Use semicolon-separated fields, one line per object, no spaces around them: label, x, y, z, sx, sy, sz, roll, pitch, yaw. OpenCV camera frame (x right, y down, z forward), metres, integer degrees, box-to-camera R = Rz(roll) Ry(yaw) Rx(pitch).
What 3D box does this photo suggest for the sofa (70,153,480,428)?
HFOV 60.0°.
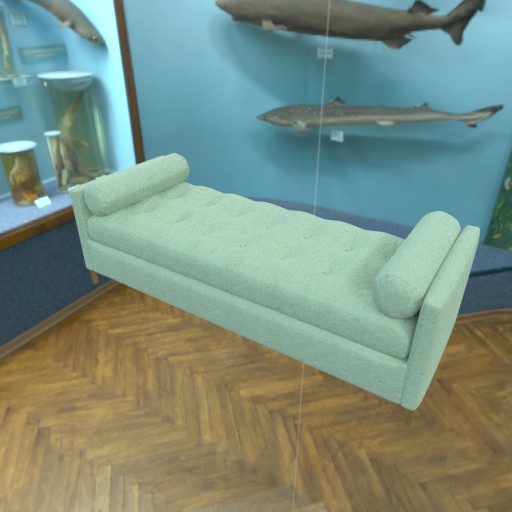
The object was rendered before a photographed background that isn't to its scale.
sofa;0.000;0.000;2.479;2.102;0.705;0.796;18;35;28
